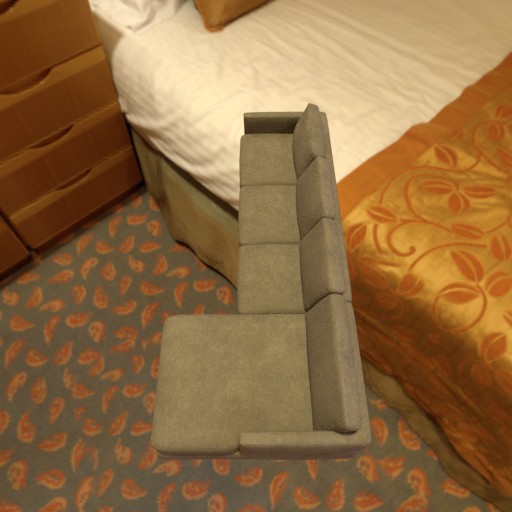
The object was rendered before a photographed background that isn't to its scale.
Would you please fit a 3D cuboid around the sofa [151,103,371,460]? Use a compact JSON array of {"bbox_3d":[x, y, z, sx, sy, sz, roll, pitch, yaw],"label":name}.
[{"bbox_3d":[0.000,0.000,4.183,1.604,0.950,3.471,0,58,0],"label":"sofa"}]
